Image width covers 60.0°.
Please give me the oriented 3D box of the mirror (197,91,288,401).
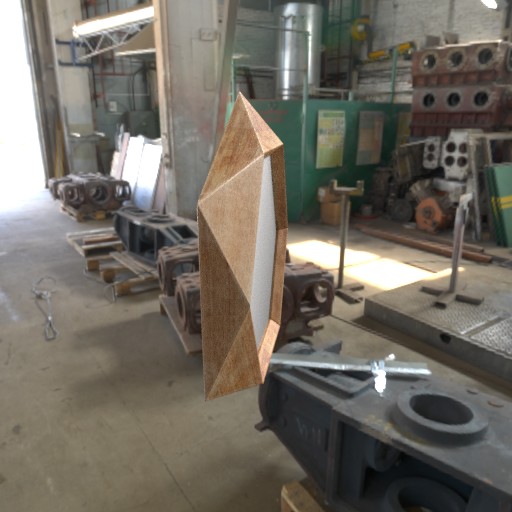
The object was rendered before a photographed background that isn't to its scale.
[{"bbox_3d":[0.000,0.000,1.116,0.091,0.779,0.675,3,18,10],"label":"mirror"}]
